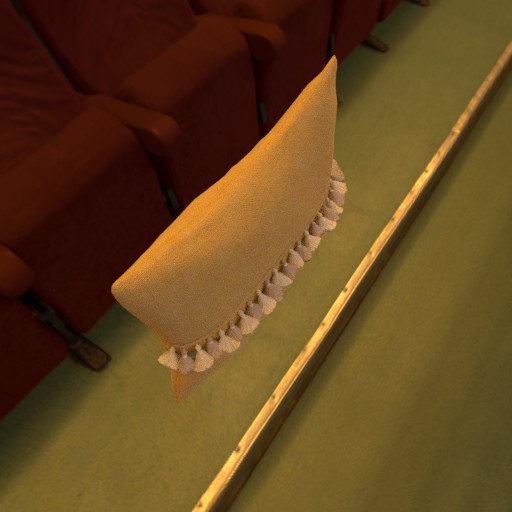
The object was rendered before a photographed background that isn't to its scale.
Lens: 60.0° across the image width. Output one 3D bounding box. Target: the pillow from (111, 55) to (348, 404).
[{"bbox_3d":[0.000,0.000,0.746,0.167,0.481,0.485,31,64,17],"label":"pillow"}]
